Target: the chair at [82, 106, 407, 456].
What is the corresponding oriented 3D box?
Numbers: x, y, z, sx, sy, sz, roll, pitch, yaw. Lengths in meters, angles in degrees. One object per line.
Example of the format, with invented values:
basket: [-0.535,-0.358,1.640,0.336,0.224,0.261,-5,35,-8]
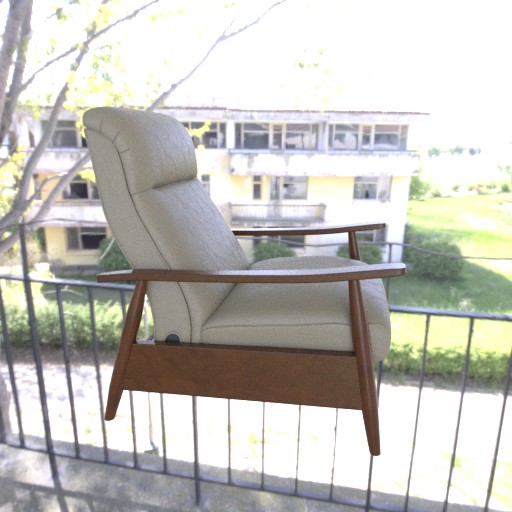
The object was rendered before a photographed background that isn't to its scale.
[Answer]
chair: [0.000,0.000,1.712,1.014,1.082,0.762,3,15,11]
